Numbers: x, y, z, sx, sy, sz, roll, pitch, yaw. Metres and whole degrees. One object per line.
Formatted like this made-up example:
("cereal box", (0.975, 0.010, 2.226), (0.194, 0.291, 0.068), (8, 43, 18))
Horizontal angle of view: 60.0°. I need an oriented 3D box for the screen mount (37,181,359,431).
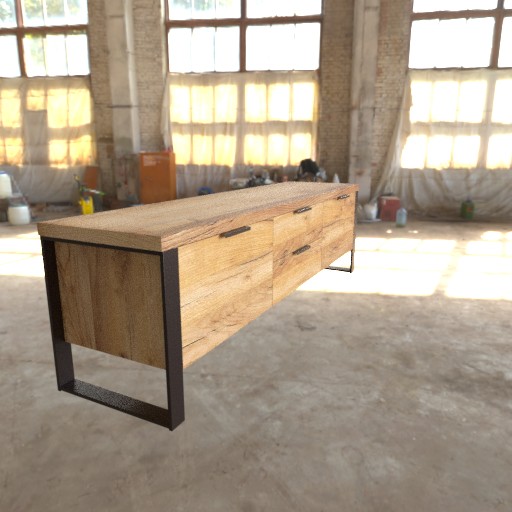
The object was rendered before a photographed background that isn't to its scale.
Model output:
("screen mount", (0.000, 0.000, 1.686), (0.395, 0.450, 1.524), (7, 15, 27))
